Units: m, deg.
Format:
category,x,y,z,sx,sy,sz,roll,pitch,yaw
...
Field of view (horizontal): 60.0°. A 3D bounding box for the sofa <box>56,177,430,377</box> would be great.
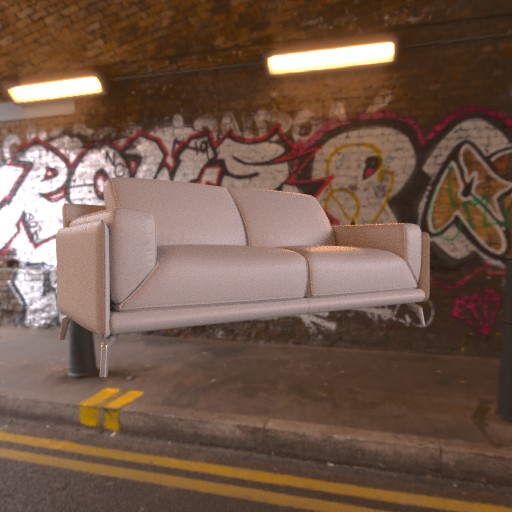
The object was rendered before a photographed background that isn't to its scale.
category,x,y,z,sx,sy,sz,roll,pitch,yaw
sofa,0.000,0.000,2.635,2.101,0.930,1.049,0,1,-35
